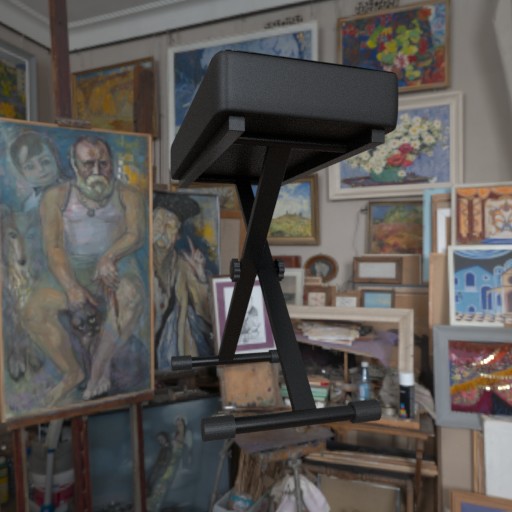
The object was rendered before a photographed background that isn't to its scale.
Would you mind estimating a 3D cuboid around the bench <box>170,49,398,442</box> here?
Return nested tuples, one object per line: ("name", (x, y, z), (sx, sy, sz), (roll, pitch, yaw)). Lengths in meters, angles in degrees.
("bench", (0.000, 0.000, 0.921), (0.300, 0.561, 0.600), (0, 0, -17))
